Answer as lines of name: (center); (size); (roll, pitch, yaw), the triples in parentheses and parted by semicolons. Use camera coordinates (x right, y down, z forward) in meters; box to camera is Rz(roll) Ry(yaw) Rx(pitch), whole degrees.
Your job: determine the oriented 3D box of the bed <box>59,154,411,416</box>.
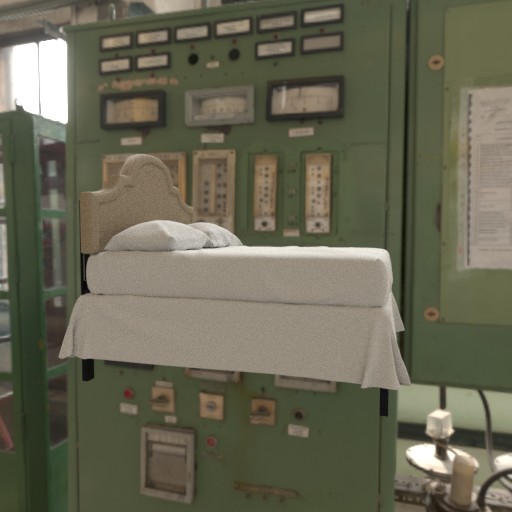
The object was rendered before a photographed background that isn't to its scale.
bed: (0.000, 0.000, 3.409); (2.222, 1.634, 1.780); (1, 3, 17)
